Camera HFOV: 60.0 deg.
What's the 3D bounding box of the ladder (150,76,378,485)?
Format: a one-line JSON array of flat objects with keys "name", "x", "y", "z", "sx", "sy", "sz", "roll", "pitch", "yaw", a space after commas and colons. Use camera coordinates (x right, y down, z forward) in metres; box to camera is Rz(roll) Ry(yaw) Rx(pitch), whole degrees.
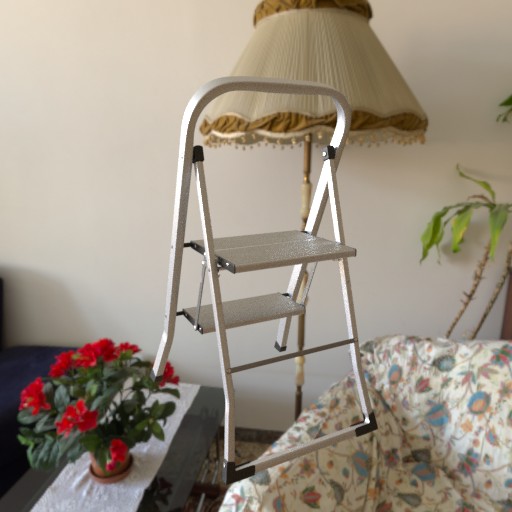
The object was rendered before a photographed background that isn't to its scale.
[{"name": "ladder", "x": 0.000, "y": 0.000, "z": 1.140, "sx": 0.465, "sy": 0.830, "sz": 0.530, "roll": -7, "pitch": 16, "yaw": -26}]
